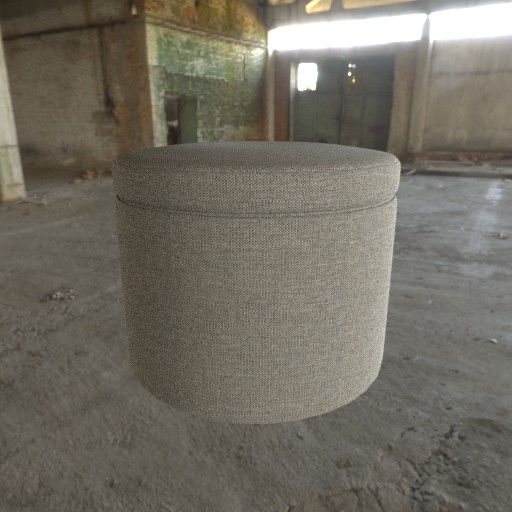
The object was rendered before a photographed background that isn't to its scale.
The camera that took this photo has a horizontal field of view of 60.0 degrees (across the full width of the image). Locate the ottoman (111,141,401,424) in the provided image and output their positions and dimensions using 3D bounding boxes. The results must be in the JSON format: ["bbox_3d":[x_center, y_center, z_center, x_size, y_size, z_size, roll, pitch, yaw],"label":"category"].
[{"bbox_3d":[0.000,0.000,0.853,0.500,0.419,0.500,0,17,0],"label":"ottoman"}]
